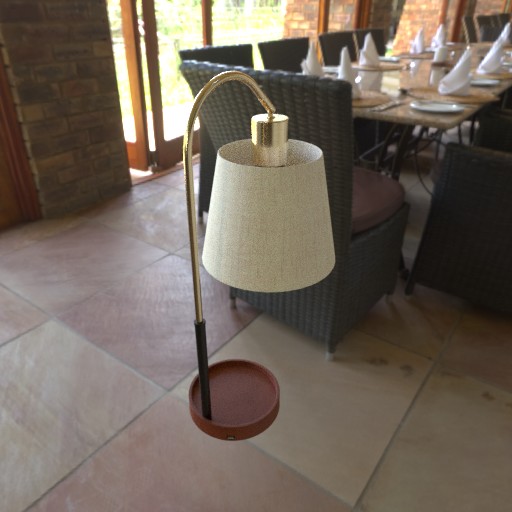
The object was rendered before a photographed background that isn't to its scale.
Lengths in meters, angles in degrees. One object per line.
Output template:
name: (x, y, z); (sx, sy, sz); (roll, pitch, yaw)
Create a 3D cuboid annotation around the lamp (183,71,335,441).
lamp: (0.000, 0.000, 0.681); (0.211, 0.536, 0.273); (22, 36, 34)
